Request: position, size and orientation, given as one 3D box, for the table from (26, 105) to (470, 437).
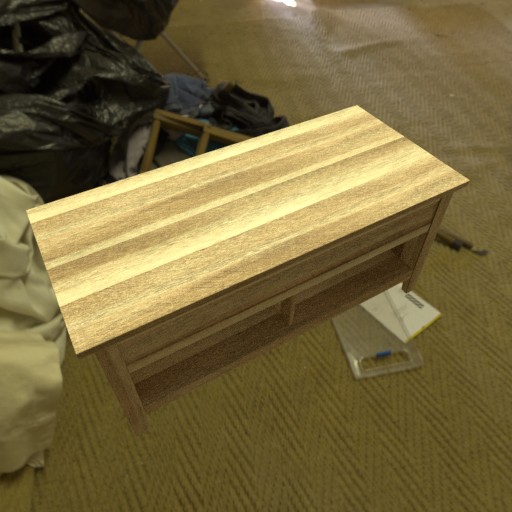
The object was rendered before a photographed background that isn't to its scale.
[{"bbox_3d":[0.000,0.000,1.367,1.095,0.480,0.493,-23,51,-20],"label":"table"}]
